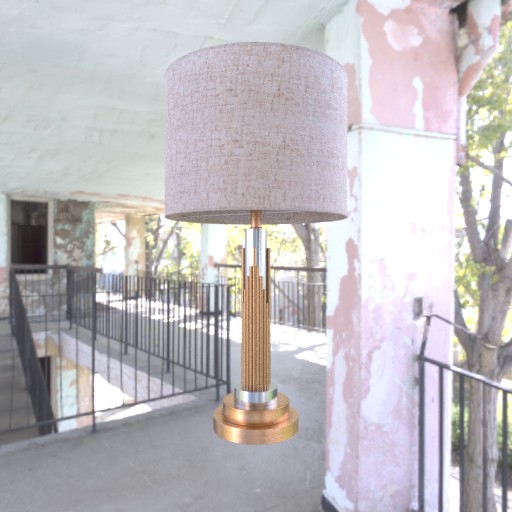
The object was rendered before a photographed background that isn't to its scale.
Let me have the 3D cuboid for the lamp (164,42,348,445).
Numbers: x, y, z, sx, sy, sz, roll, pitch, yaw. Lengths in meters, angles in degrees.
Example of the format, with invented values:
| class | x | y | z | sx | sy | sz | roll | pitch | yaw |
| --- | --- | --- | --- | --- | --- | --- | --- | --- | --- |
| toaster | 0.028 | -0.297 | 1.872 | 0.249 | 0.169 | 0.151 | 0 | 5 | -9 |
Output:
| class | x | y | z | sx | sy | sz | roll | pitch | yaw |
| --- | --- | --- | --- | --- | --- | --- | --- | --- | --- |
| lamp | 0.000 | 0.000 | 0.791 | 0.321 | 0.610 | 0.321 | 0 | 0 | -18 |
